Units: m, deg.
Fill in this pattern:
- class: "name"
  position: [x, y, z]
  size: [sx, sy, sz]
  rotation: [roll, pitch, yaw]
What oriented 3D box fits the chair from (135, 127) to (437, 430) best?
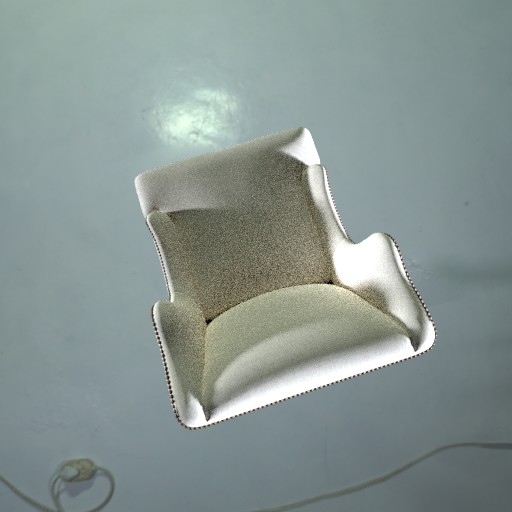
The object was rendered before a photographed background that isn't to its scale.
- class: "chair"
  position: [0.000, 0.000, 1.651]
  size: [0.737, 1.029, 0.940]
  rotation: [-17, 78, -4]
